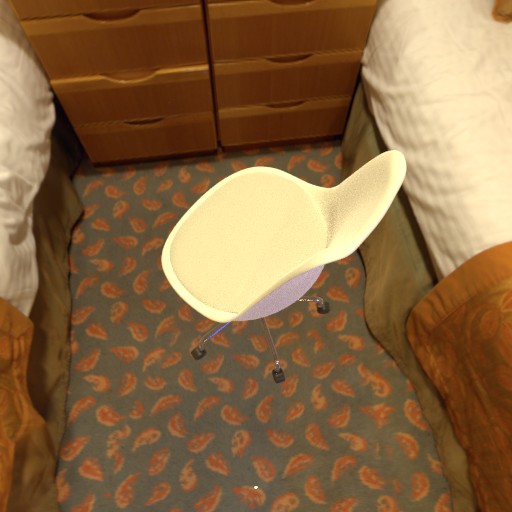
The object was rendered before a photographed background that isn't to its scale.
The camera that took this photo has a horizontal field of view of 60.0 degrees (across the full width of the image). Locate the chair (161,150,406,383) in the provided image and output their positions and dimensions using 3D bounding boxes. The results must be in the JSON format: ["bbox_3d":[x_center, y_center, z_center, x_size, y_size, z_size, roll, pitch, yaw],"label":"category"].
[{"bbox_3d":[0.000,0.000,1.260,0.550,0.930,0.550,32,67,16],"label":"chair"}]
